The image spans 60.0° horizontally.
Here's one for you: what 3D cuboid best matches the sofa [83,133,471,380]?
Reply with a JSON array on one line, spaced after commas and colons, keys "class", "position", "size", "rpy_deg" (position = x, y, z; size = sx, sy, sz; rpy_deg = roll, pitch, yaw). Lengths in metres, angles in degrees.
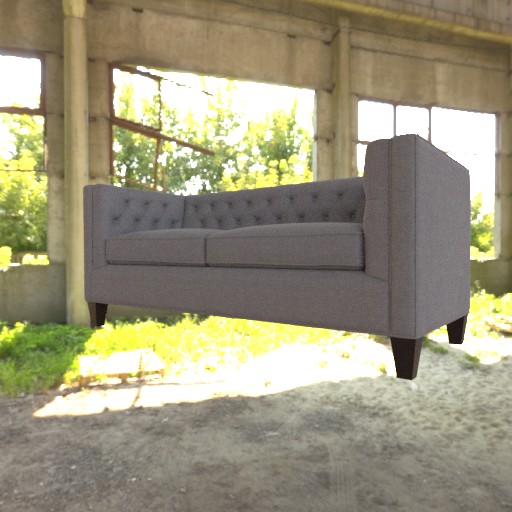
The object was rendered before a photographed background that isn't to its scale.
[{"class": "sofa", "position": [0.000, 0.000, 2.166], "size": [1.778, 0.762, 0.775], "rpy_deg": [0, 1, 37]}]
